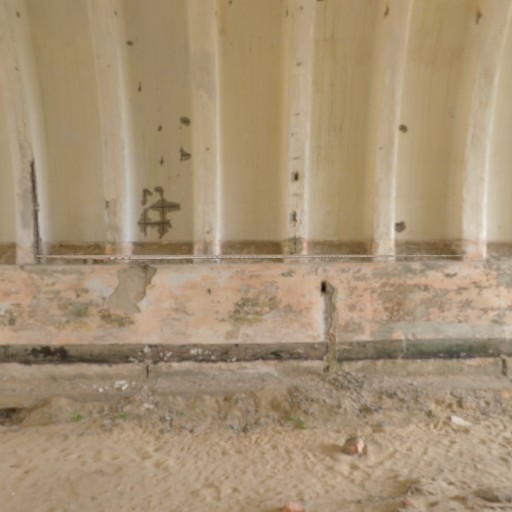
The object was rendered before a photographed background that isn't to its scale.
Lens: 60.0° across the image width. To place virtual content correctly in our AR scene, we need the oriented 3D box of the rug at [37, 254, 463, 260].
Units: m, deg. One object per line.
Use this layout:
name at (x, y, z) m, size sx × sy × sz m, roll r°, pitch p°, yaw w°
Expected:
rug at (0.000, 0.000, 2.966) m, size 2.428 × 0.007 × 1.519 m, roll 0°, pitch 1°, yaw -35°
